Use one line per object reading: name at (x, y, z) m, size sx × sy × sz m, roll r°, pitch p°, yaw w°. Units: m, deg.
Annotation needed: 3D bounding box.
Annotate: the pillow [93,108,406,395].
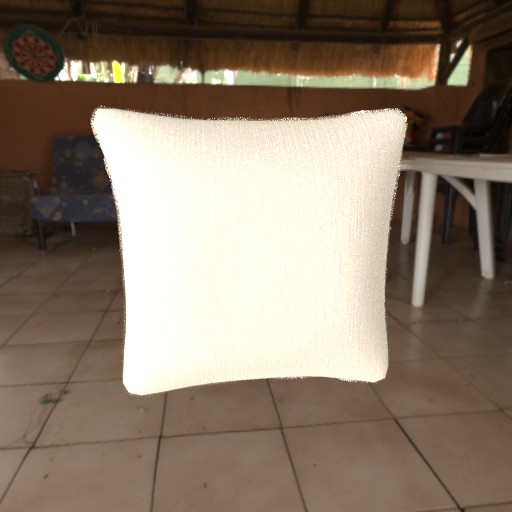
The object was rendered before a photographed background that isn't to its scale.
pillow at (0.000, 0.000, 0.823) m, size 0.538 × 0.525 × 0.216 m, roll -2°, pitch 14°, yaw -8°
